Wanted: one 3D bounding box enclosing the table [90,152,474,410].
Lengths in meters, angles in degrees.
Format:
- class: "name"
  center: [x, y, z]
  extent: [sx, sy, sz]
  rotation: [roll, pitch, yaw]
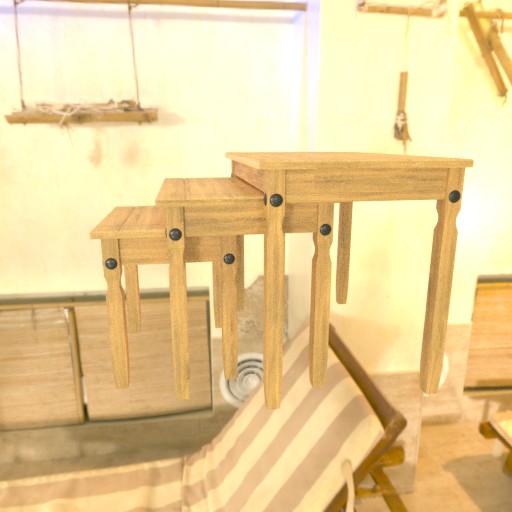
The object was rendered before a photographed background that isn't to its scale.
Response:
- class: "table"
  center: [0.000, 0.000, 1.204]
  extent: [0.773, 0.535, 0.660]
  rotation: [-2, 15, -9]
